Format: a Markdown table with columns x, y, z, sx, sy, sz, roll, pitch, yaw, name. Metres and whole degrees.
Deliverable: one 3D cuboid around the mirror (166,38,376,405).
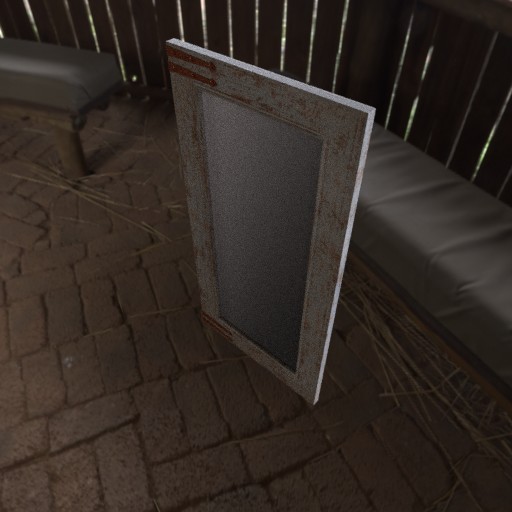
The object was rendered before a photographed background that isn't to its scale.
| x | y | z | sx | sy | sz | roll | pitch | yaw | name |
| --- | --- | --- | --- | --- | --- | --- | --- | --- | --- |
| 0.000 | 0.000 | 1.111 | 0.472 | 0.922 | 0.027 | 32 | 52 | 28 | mirror |
